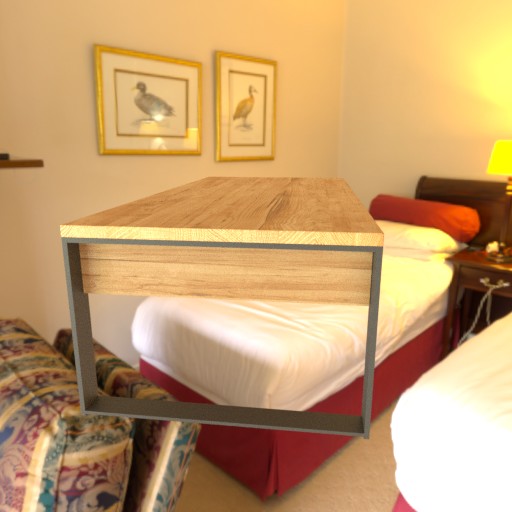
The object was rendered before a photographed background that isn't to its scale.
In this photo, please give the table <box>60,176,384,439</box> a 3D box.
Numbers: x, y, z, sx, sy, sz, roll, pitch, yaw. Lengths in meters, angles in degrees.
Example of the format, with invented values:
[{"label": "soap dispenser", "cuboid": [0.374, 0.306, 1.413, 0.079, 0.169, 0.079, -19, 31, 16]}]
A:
[{"label": "table", "cuboid": [0.000, 0.000, 1.396, 0.590, 0.400, 1.180, 2, 15, 7]}]
